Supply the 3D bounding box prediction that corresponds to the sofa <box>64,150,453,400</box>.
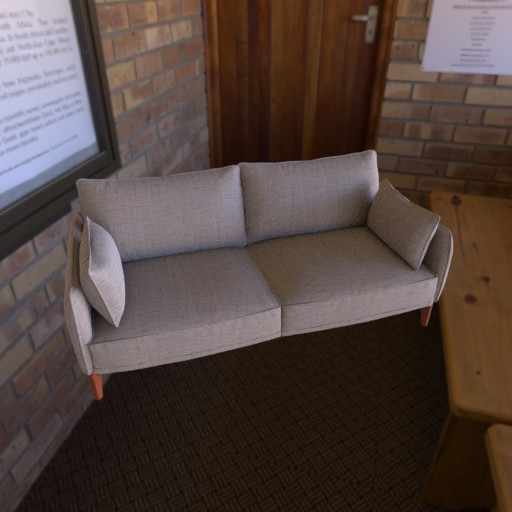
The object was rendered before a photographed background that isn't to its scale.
[{"bbox_3d":[0.000,0.000,2.514,1.989,0.851,0.972,-9,33,-14],"label":"sofa"}]
